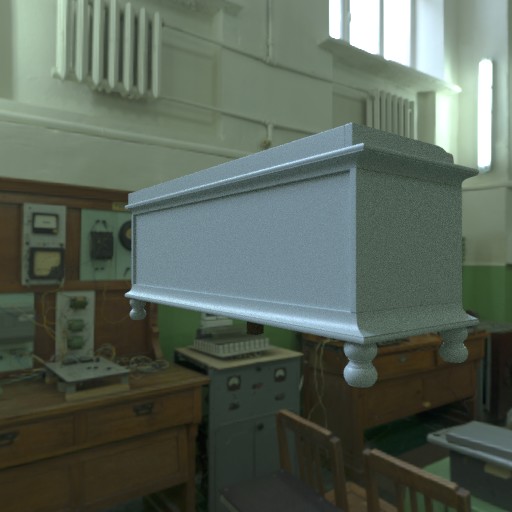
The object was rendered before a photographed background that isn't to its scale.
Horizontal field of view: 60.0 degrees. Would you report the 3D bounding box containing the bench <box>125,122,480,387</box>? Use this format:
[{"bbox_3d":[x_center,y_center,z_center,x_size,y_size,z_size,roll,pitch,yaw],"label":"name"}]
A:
[{"bbox_3d":[0.000,0.000,1.375,0.402,0.486,1.185,0,0,-36],"label":"bench"}]
